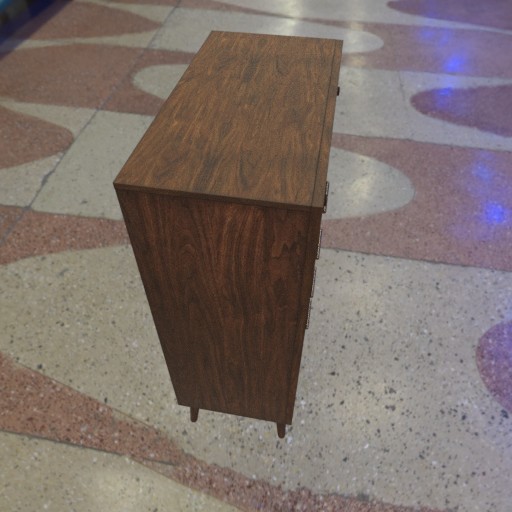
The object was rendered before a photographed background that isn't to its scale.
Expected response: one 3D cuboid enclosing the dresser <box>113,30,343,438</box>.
[{"bbox_3d":[0.000,0.000,1.788,0.498,1.365,0.919,8,47,7],"label":"dresser"}]
